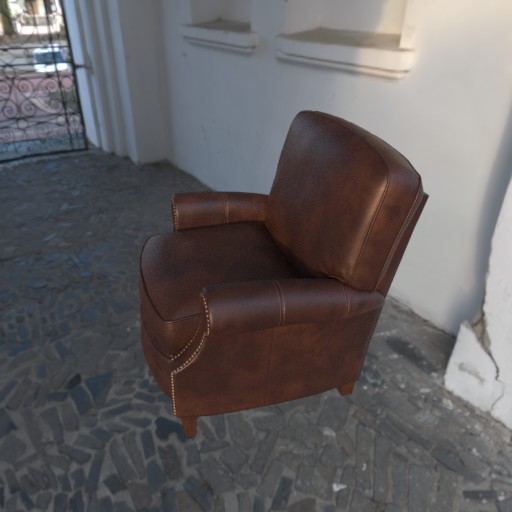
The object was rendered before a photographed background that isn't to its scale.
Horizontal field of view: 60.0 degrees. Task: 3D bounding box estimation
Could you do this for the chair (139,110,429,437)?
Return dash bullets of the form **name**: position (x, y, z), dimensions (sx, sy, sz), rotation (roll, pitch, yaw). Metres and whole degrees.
- **chair**: position (0.000, 0.000, 1.777), dimensions (0.986, 1.018, 0.936), rotation (-8, 32, -14)
